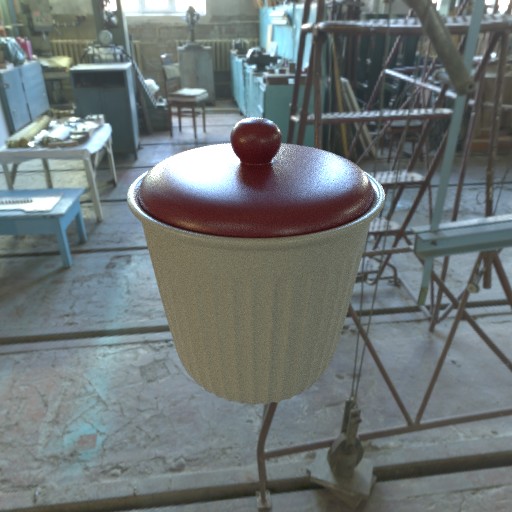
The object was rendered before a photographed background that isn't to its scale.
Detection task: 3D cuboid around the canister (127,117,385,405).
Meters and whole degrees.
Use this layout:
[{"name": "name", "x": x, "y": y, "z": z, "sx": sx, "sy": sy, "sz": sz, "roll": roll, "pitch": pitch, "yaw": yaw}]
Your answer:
[{"name": "canister", "x": 0.000, "y": 0.000, "z": 0.348, "sx": 0.181, "sy": 0.211, "sz": 0.181, "roll": 0, "pitch": 29, "yaw": 0}]
